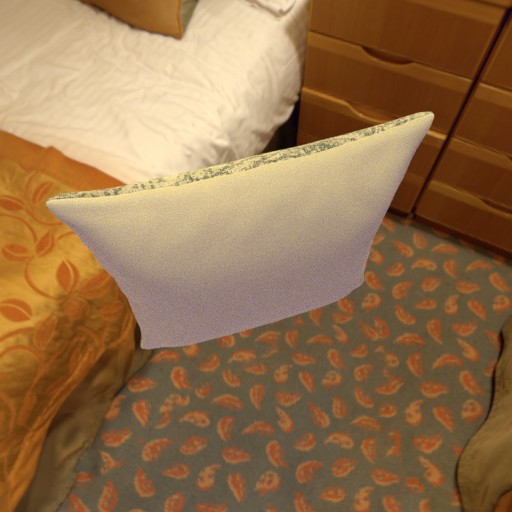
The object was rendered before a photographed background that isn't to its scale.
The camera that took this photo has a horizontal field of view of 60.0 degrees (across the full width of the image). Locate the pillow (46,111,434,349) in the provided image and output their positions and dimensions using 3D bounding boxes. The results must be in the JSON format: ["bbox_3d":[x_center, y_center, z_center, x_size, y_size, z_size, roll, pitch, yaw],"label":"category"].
[{"bbox_3d":[0.000,0.000,0.780,0.523,0.510,0.166,-15,59,-9],"label":"pillow"}]
